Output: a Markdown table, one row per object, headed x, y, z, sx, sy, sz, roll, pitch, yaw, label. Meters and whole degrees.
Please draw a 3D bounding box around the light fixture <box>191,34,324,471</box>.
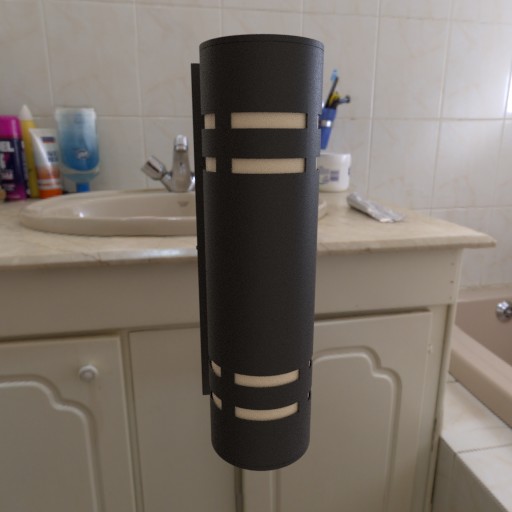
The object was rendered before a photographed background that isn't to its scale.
| x | y | z | sx | sy | sz | roll | pitch | yaw | label |
| --- | --- | --- | --- | --- | --- | --- | --- | --- | --- |
| 0.000 | 0.000 | 0.394 | 0.105 | 0.330 | 0.149 | -2 | 15 | -8 | light fixture |
